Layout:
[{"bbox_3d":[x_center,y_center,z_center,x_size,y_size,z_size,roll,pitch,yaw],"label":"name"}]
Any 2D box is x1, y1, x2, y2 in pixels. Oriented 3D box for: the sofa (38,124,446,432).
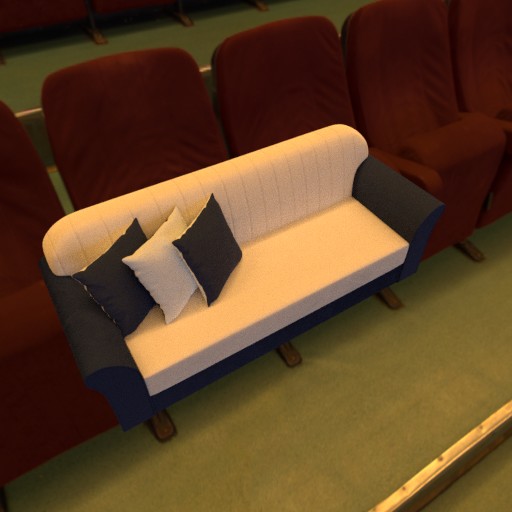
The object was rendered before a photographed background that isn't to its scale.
[{"bbox_3d":[0.000,0.000,2.392,2.006,0.789,0.749,-24,49,-22],"label":"sofa"}]
